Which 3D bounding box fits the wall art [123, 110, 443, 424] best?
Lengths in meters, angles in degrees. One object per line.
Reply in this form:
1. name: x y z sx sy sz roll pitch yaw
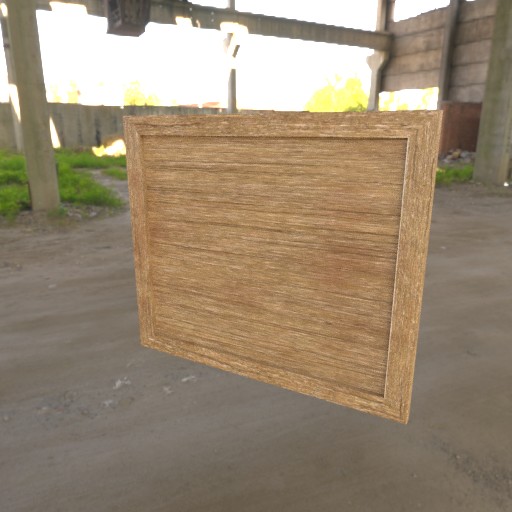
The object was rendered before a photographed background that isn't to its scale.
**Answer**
1. wall art: 0.000 0.000 0.961 0.690 0.588 0.026 9 18 27
